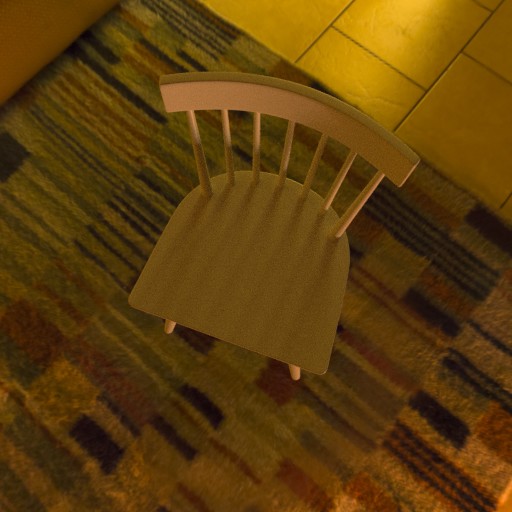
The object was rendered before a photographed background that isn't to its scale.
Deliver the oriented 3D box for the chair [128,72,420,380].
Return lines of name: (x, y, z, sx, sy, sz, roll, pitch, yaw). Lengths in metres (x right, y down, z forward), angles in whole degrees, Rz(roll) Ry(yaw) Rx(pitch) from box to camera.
chair: (0.000, 0.000, 1.103, 0.483, 0.787, 0.500, 19, 77, 5)
